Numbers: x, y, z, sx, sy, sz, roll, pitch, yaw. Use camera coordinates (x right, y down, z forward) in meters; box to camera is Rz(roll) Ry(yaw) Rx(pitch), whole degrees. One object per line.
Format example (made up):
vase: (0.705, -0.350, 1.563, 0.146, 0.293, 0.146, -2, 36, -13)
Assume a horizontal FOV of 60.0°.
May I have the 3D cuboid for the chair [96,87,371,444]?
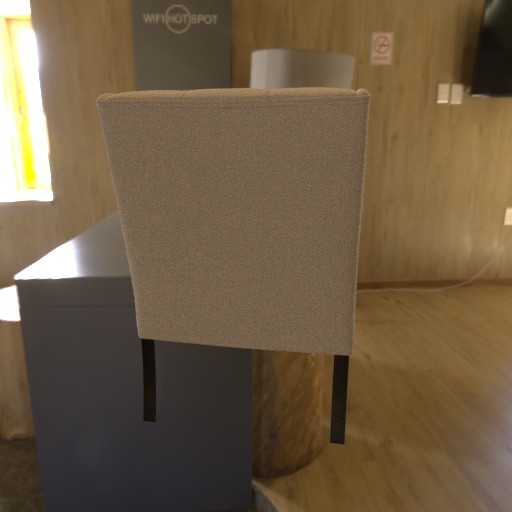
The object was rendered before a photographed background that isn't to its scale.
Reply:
chair: (0.000, 0.000, 1.281, 0.569, 0.853, 0.676, 3, 15, 10)
